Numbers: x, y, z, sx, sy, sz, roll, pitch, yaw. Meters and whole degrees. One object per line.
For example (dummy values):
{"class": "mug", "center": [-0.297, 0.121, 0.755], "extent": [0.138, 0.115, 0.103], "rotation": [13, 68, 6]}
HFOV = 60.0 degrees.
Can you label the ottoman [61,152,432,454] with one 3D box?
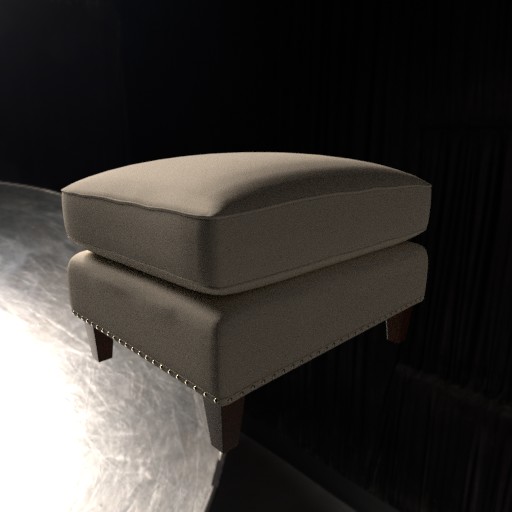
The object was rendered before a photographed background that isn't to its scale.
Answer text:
{"class": "ottoman", "center": [0.000, 0.000, 1.126], "extent": [0.741, 0.513, 0.584], "rotation": [-14, 20, -43]}
